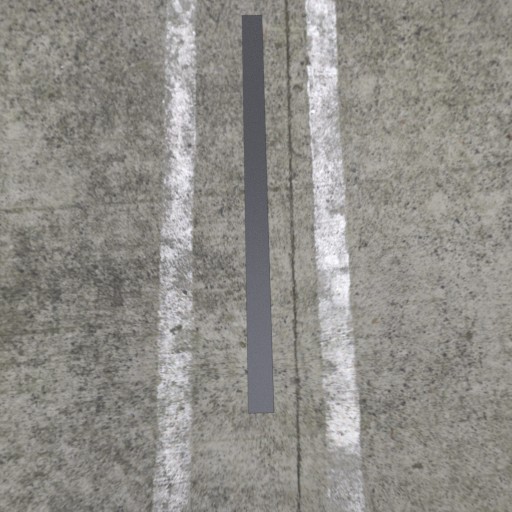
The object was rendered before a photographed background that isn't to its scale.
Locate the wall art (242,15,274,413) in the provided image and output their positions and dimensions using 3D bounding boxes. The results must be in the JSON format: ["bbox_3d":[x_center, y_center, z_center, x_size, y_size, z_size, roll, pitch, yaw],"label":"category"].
[{"bbox_3d":[0.000,0.000,0.532,0.018,0.397,0.325,-1,75,0],"label":"wall art"}]
